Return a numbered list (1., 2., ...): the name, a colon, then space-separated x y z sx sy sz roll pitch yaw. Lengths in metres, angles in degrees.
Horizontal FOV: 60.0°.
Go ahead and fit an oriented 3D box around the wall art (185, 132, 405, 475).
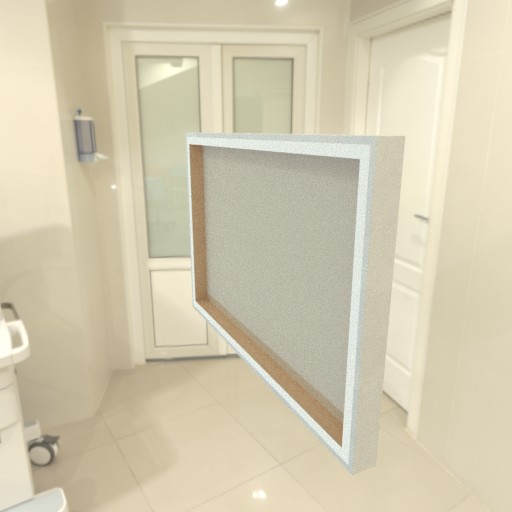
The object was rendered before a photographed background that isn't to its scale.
1. wall art: 0.000 0.000 0.765 0.038 0.407 0.609 -8 18 -26
